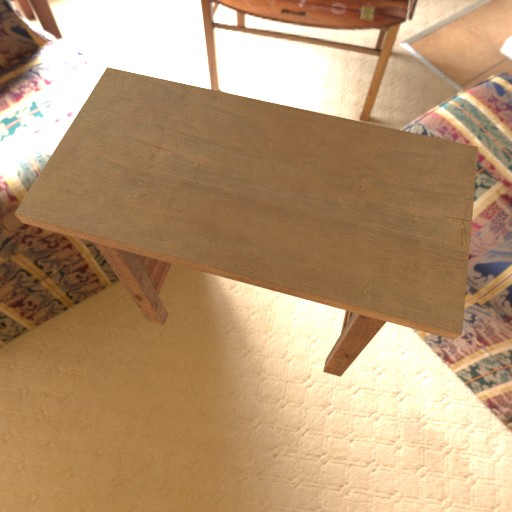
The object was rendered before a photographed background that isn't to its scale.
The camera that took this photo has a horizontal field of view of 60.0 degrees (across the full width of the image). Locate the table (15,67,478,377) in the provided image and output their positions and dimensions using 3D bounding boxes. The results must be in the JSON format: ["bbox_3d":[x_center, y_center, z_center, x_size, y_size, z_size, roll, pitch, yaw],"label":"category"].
[{"bbox_3d":[0.000,0.000,1.584,1.119,0.914,0.556,15,64,7],"label":"table"}]
